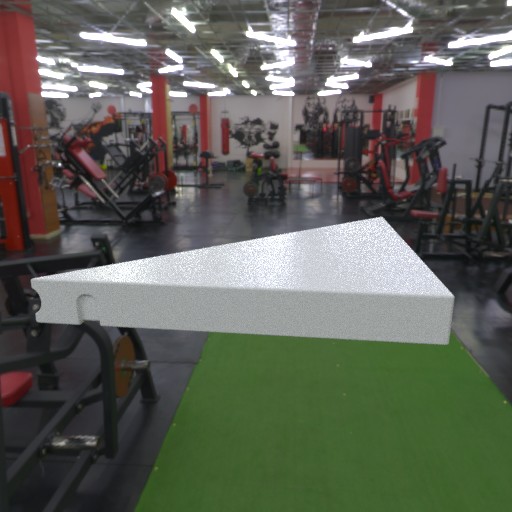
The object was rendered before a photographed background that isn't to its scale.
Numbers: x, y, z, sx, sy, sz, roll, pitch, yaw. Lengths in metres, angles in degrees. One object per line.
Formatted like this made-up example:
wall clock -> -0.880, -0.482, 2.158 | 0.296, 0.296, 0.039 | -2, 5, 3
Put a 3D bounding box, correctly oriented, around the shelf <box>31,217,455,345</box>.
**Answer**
shelf -> 0.000, 0.000, 0.449 | 0.296, 0.035, 0.296 | 2, 15, 7
